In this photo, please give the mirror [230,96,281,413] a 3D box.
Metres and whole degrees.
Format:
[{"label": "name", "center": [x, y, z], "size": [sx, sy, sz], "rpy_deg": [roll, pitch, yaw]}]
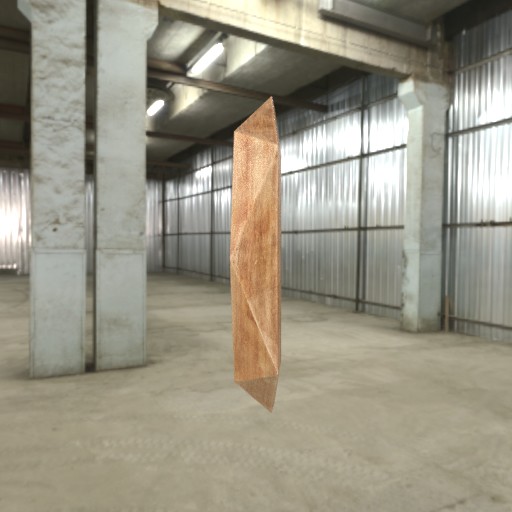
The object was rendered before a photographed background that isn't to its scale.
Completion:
[{"label": "mirror", "center": [0.000, 0.000, 1.090], "size": [0.091, 0.779, 0.675], "rpy_deg": [0, 1, 0]}]
